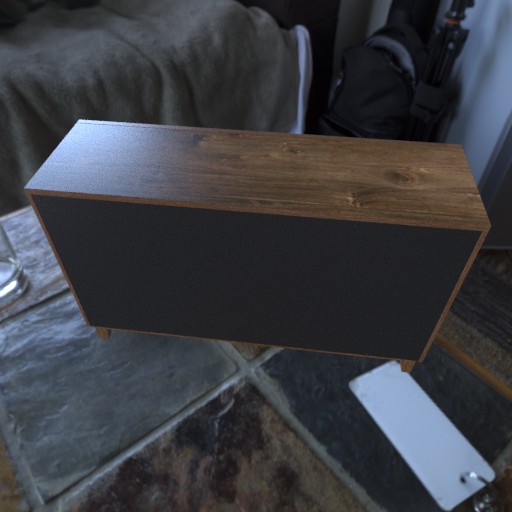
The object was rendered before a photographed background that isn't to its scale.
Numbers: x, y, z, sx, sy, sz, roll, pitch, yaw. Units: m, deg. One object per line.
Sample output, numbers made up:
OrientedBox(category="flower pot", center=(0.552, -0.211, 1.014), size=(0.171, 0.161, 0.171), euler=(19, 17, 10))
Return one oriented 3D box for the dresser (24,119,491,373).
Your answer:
OrientedBox(category="dresser", center=(0.000, 0.000, 1.781), size=(1.400, 0.873, 0.446), euler=(5, 46, 5))
